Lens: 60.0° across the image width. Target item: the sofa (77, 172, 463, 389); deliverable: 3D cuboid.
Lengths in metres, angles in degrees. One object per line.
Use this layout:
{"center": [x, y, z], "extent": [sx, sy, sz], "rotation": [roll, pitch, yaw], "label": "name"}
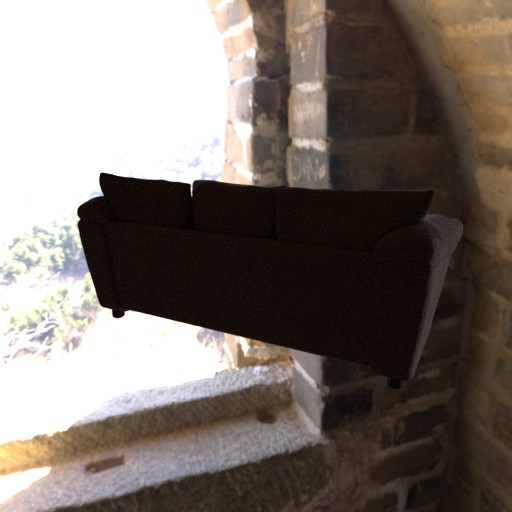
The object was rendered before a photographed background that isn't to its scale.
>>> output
{"center": [0.000, 0.000, 2.846], "extent": [2.336, 1.015, 0.878], "rotation": [8, 17, 27], "label": "sofa"}
